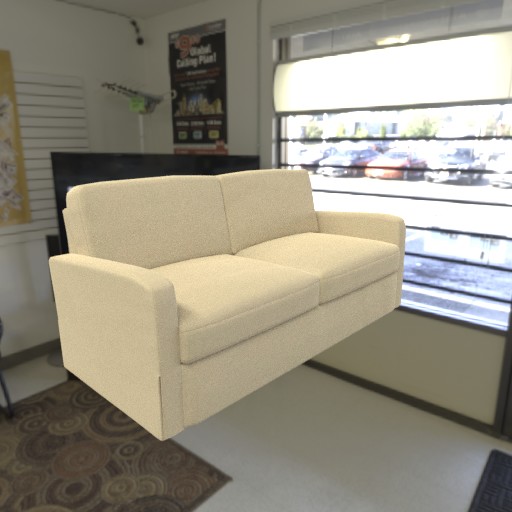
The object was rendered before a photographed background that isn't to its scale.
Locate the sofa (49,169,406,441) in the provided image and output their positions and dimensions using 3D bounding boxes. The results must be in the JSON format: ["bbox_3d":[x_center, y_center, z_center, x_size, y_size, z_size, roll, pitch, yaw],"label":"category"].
[{"bbox_3d":[0.000,0.000,2.321,0.894,0.831,1.808,13,20,41],"label":"sofa"}]
